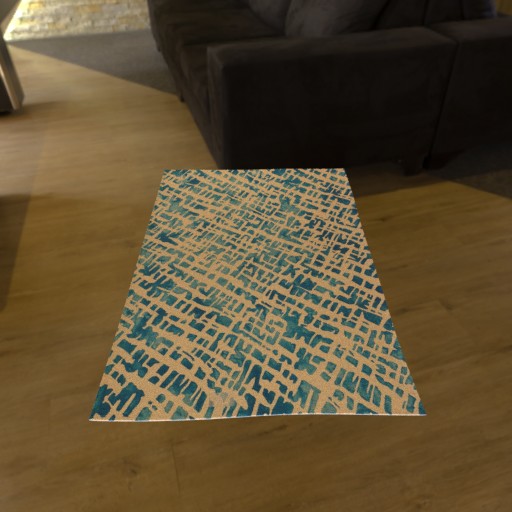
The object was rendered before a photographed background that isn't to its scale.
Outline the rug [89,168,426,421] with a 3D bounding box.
[{"bbox_3d":[0.000,0.000,2.282,1.209,0.011,1.830,0,40,0],"label":"rug"}]
